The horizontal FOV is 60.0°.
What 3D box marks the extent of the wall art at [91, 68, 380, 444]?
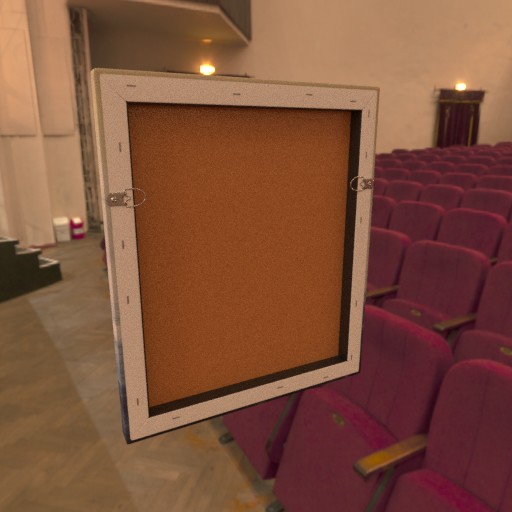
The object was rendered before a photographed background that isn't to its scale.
[{"bbox_3d":[0.000,0.000,0.953,0.608,0.710,0.041,-8,17,-27],"label":"wall art"}]
